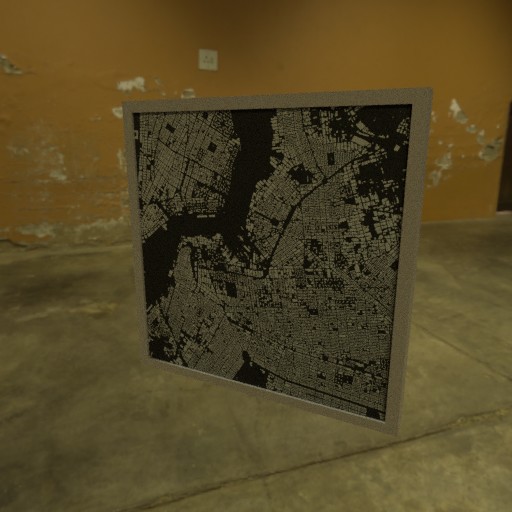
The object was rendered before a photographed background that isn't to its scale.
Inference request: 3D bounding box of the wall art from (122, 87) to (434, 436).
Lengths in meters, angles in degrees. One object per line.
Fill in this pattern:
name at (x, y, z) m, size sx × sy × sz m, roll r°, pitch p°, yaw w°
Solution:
wall art at (0.000, 0.000, 0.744) m, size 0.506 × 0.506 × 0.038 m, roll 7°, pitch 17°, yaw 26°
